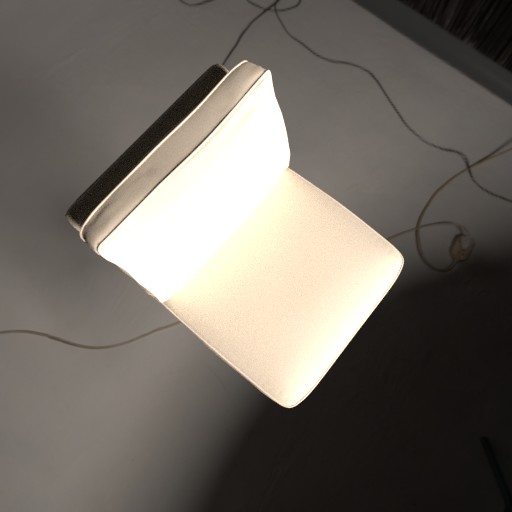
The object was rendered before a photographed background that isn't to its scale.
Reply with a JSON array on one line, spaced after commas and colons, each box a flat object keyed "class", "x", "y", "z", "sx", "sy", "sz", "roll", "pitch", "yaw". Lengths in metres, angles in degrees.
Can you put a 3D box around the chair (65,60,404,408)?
[{"class": "chair", "x": 0.000, "y": 0.000, "z": 1.422, "sx": 0.781, "sy": 0.887, "sz": 0.630, "roll": 39, "pitch": 78, "yaw": 10}]
